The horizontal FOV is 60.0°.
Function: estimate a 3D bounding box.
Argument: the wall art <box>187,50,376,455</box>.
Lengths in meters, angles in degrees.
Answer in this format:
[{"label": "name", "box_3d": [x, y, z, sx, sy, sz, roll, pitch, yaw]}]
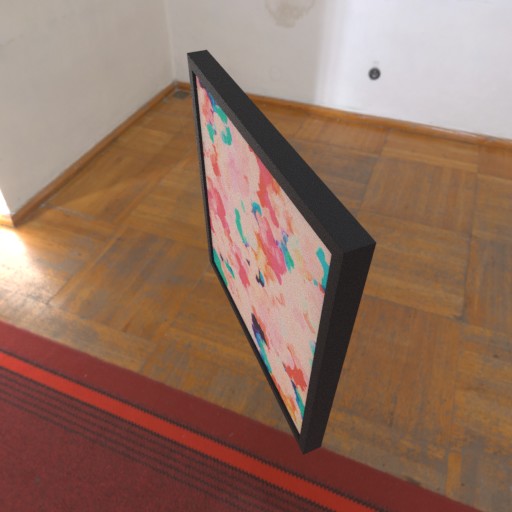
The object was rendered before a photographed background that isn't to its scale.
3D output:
[{"label": "wall art", "box_3d": [0.000, 0.000, 0.760, 0.036, 0.503, 0.506, -17, 48, -16]}]
